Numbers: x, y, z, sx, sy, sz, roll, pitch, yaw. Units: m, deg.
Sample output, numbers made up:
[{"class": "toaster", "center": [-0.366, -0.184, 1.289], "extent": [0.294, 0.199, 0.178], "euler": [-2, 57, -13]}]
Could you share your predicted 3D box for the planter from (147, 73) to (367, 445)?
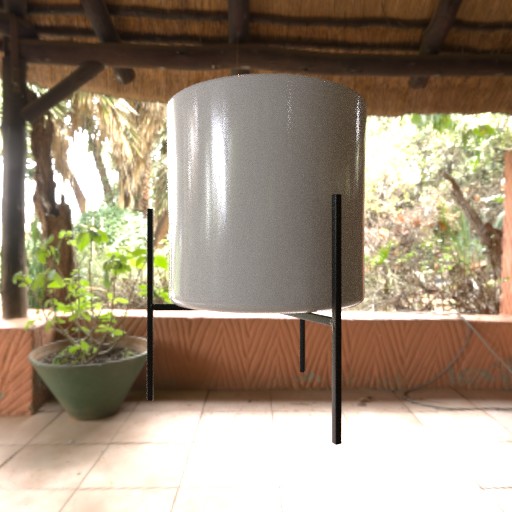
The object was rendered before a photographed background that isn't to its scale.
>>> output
[{"class": "planter", "center": [0.000, 0.000, 0.740], "extent": [0.361, 0.480, 0.360], "euler": [0, 0, -1]}]
